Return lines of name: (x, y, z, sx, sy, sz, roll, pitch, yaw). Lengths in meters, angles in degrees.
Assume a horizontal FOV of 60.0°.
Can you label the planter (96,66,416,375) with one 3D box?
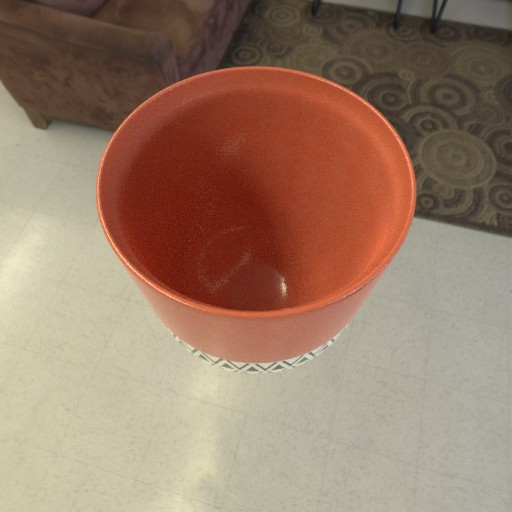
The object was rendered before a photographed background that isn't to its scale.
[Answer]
planter: (0.000, 0.000, 0.365, 0.195, 0.214, 0.195, 0, 60, 0)
